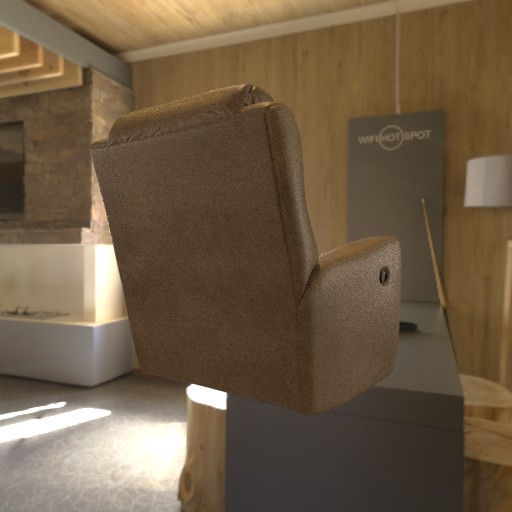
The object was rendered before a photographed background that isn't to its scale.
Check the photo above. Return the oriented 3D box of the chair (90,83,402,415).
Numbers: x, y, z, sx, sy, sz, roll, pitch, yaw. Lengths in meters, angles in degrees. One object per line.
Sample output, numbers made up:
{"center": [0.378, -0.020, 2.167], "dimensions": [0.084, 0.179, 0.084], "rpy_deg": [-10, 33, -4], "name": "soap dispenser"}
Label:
{"center": [0.000, 0.000, 1.916], "dimensions": [0.965, 1.116, 1.068], "rpy_deg": [1, 2, 36], "name": "chair"}
